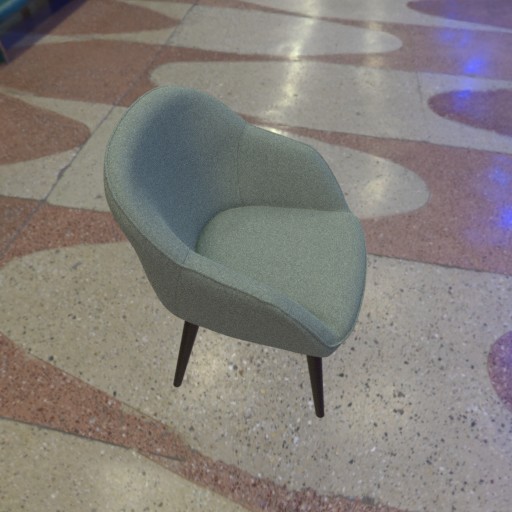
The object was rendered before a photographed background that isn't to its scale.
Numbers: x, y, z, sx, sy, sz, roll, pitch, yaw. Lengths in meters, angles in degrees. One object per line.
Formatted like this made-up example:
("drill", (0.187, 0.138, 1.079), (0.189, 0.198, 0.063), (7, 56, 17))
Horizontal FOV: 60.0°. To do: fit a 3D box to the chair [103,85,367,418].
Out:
("chair", (0.000, 0.000, 1.241), (0.611, 0.810, 0.589), (9, 48, 8))
